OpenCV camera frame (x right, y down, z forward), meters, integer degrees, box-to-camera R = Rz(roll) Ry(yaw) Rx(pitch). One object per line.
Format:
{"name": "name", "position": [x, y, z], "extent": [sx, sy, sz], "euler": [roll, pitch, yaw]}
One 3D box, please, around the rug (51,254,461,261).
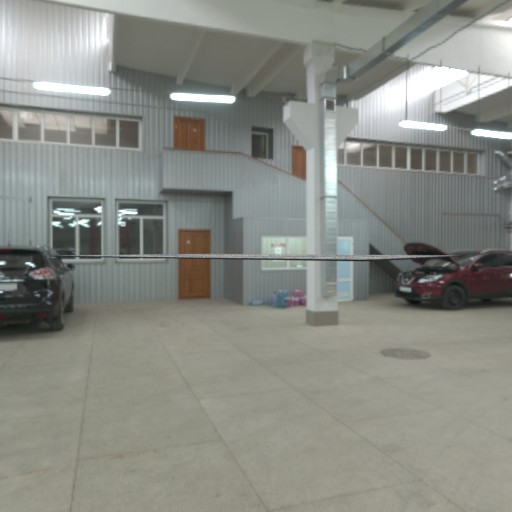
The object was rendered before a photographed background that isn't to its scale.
{"name": "rug", "position": [0.000, 0.000, 2.963], "extent": [2.232, 0.009, 1.630], "euler": [1, 1, 36]}
